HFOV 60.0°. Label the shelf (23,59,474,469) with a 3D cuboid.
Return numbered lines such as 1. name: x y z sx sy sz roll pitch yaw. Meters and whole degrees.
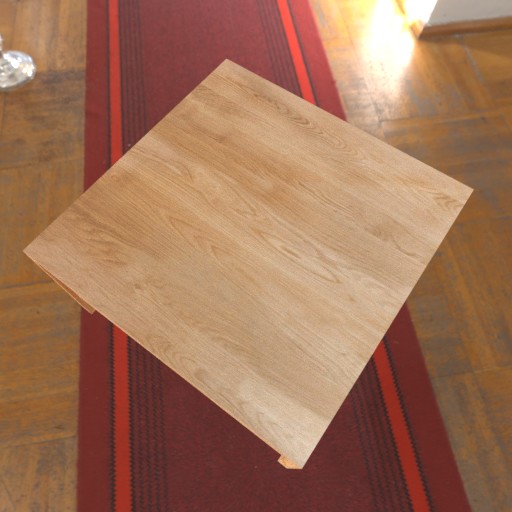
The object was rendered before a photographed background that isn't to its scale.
1. shelf: 0.000 0.000 1.450 0.899 0.480 0.899 33 69 15
